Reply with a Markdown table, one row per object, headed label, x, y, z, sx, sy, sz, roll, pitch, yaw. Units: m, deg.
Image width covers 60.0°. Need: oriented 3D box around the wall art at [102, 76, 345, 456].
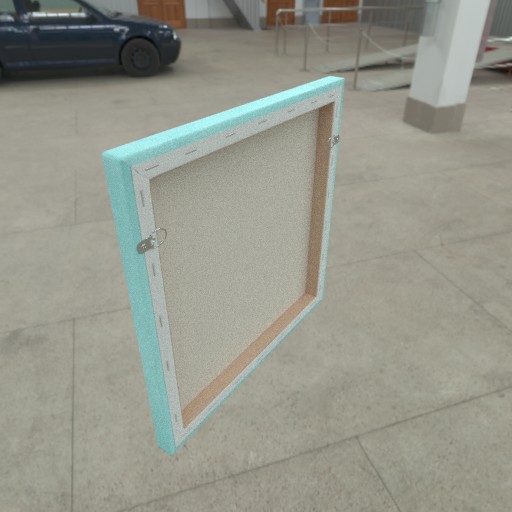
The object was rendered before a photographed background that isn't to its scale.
| label | x | y | z | sx | sy | sz | roll | pitch | yaw |
| --- | --- | --- | --- | --- | --- | --- | --- | --- | --- |
| wall art | 0.000 | 0.000 | 1.156 | 0.054 | 0.766 | 0.765 | 21 | 38 | 30 |
